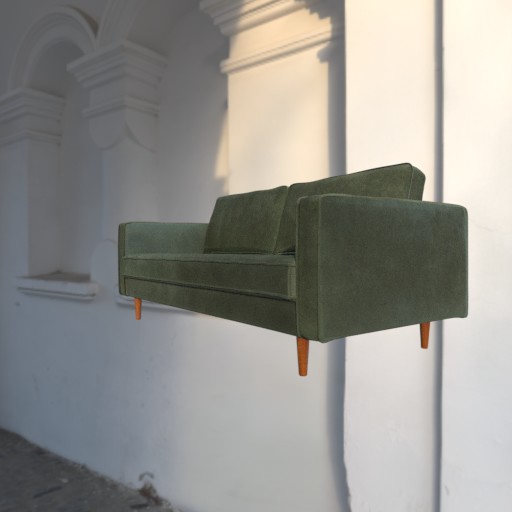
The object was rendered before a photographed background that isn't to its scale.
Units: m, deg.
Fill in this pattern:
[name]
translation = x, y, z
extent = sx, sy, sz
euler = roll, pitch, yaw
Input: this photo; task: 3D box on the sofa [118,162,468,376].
[sofa]
translation = 0.000, 0.000, 2.284
extent = 0.886, 0.781, 1.816
euler = -1, 1, -36
